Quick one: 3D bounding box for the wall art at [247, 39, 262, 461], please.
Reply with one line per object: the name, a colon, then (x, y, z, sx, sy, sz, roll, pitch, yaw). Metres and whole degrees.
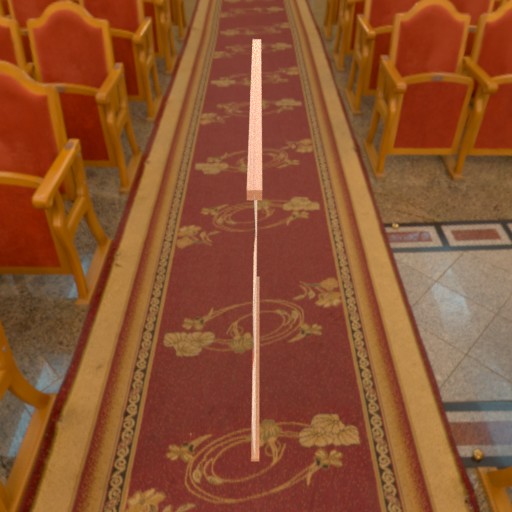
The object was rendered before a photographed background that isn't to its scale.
wall art: (0.000, 0.000, 0.682, 0.013, 0.508, 0.406, 0, 42, 0)
